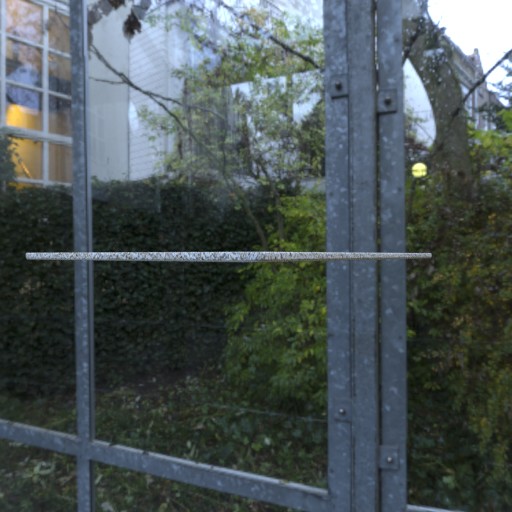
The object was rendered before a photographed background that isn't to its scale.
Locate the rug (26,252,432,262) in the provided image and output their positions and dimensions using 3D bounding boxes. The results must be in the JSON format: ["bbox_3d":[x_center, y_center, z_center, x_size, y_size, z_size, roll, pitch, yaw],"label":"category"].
[{"bbox_3d":[0.000,0.000,2.106,1.200,0.027,1.600,0,0,36],"label":"rug"}]
